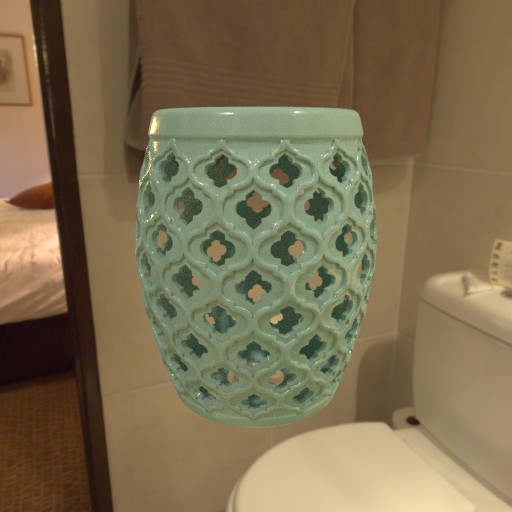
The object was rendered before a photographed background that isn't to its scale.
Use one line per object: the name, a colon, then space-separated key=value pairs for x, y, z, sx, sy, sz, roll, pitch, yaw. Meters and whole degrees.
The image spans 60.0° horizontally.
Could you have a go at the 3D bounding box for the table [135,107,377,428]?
table: x=0.000 y=0.000 z=0.623 sx=0.325 sy=0.388 sz=0.325 roll=0 pitch=16 yaw=0
